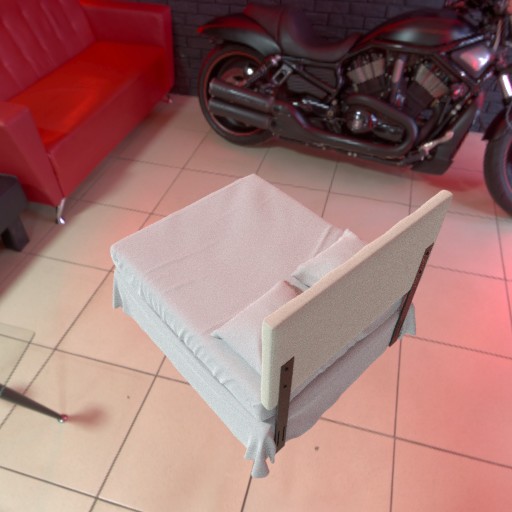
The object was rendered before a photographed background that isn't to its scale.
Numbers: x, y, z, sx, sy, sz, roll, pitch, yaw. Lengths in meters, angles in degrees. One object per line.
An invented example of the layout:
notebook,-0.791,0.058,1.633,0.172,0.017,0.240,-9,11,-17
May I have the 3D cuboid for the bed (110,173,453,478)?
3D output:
bed,0.000,0.000,3.572,1.936,1.577,2.222,-32,53,-28
